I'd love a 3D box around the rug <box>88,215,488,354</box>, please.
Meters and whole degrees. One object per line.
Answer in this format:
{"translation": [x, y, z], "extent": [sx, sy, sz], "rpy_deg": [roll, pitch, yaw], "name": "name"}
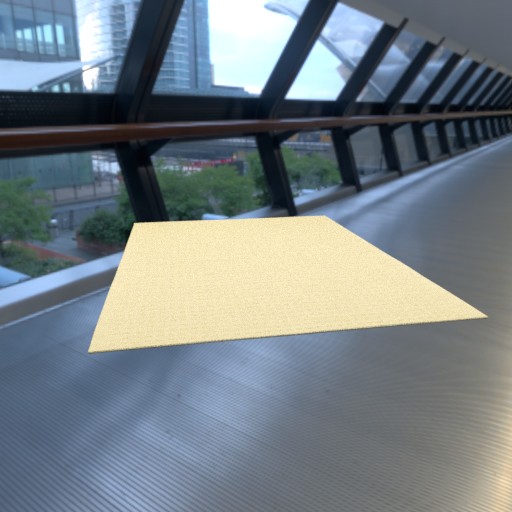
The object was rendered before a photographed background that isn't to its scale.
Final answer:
{"translation": [0.000, 0.000, 4.117], "extent": [2.452, 0.016, 3.204], "rpy_deg": [-3, 17, -10], "name": "rug"}
